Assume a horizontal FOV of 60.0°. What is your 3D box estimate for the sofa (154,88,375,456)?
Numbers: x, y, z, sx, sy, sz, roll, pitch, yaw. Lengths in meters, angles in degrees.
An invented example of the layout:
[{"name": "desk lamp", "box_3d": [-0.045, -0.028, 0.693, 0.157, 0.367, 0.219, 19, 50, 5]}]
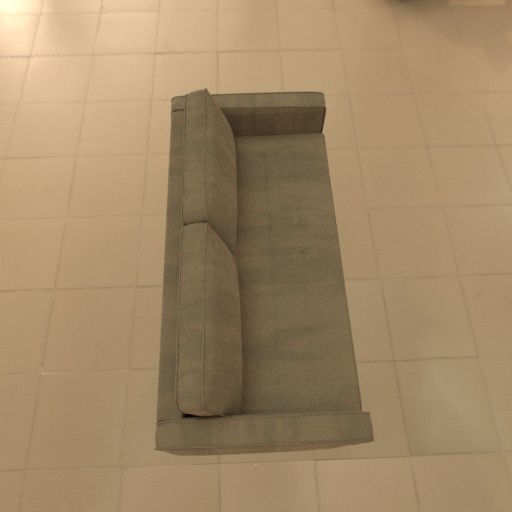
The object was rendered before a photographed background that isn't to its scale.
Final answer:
[{"name": "sofa", "box_3d": [0.000, 0.000, 2.368, 0.924, 0.825, 1.920, -2, 65, -1]}]
